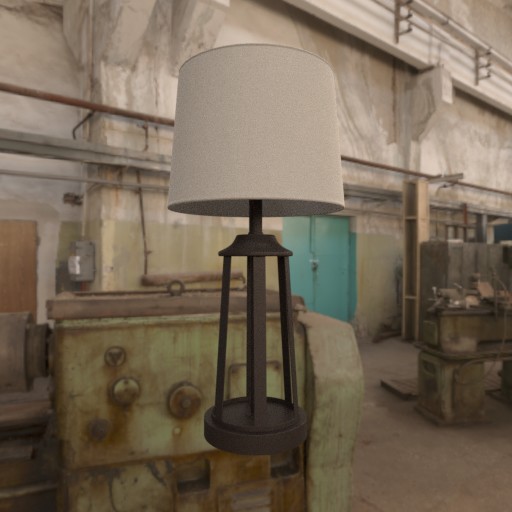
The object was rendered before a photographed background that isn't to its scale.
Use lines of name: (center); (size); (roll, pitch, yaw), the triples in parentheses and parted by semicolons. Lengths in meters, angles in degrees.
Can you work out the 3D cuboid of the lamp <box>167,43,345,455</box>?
lamp: (0.000, 0.000, 0.639); (0.251, 0.509, 0.251); (0, 0, 0)
